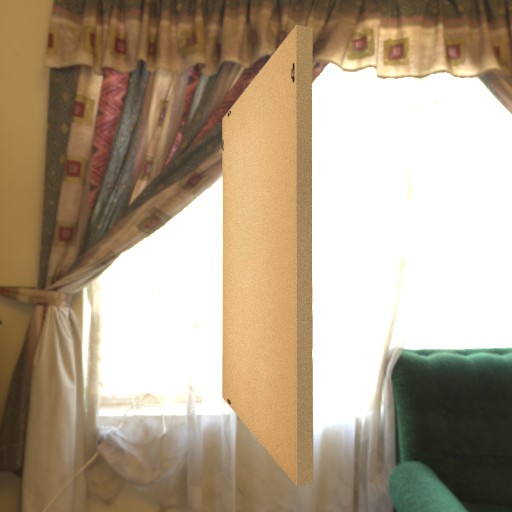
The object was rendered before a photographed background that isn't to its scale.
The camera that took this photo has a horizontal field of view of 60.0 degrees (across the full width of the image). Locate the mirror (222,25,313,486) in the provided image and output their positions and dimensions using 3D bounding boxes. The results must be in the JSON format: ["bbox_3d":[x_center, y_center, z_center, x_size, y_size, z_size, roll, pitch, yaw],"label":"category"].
[{"bbox_3d":[0.000,0.000,1.172,0.041,0.915,0.609,0,-1,-18],"label":"mirror"}]
